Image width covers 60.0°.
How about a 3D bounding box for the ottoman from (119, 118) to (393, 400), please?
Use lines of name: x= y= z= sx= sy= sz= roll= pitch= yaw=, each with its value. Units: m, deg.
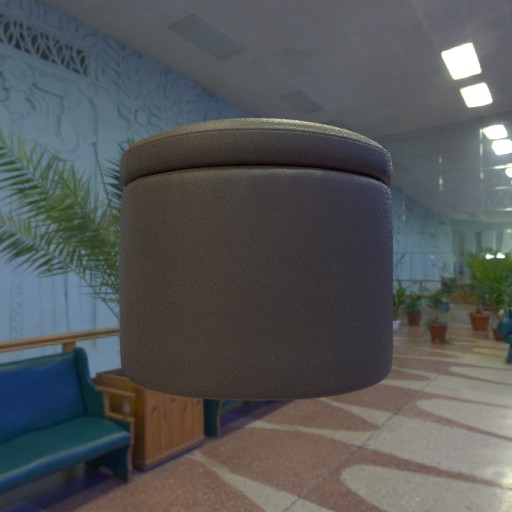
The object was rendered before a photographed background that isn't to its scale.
ottoman: x=0.000 y=0.000 z=0.845 sx=0.500 sy=0.409 sz=0.500 roll=0 pitch=-1 yaw=0
